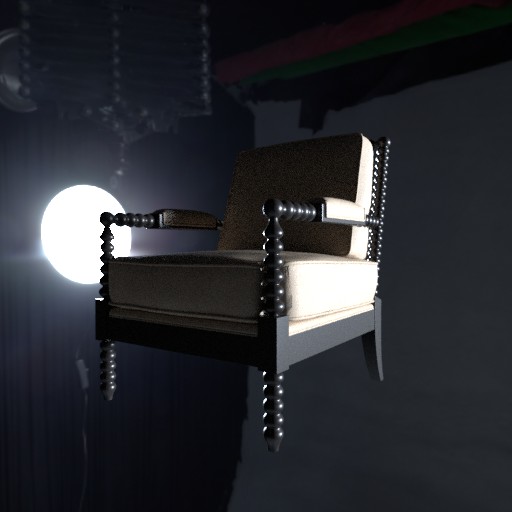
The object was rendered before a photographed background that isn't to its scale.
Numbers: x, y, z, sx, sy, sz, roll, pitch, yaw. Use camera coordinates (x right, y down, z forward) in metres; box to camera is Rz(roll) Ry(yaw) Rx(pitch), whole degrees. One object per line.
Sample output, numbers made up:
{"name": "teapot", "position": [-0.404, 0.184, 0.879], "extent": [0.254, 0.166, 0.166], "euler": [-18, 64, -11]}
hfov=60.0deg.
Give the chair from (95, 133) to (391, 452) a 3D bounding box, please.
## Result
{"name": "chair", "position": [0.000, 0.000, 1.191], "extent": [0.555, 0.703, 0.657], "euler": [1, 1, 35]}
